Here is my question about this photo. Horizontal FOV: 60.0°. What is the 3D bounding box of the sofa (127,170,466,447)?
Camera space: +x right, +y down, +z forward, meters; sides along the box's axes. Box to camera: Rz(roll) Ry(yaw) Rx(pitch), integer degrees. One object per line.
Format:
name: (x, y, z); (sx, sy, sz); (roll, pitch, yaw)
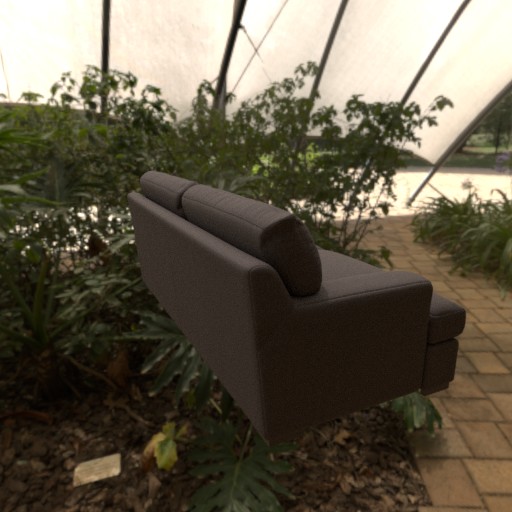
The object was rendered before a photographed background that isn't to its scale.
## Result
sofa: (0.000, 0.000, 2.773); (1.140, 0.950, 2.271); (-8, 17, -25)
